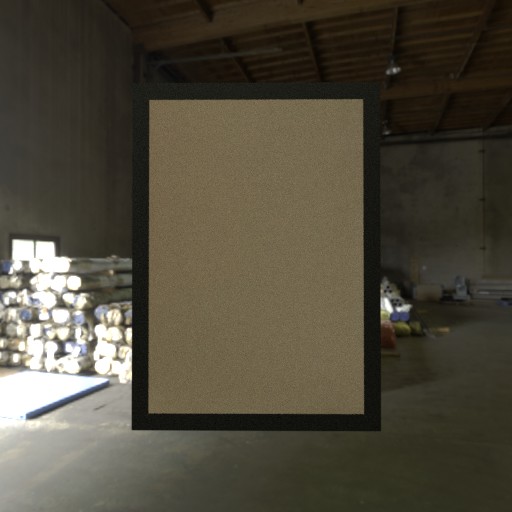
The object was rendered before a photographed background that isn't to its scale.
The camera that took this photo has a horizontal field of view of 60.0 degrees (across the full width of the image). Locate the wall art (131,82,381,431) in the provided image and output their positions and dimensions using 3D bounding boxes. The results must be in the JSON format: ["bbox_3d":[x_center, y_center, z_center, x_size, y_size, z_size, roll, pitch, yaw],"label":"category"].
[{"bbox_3d":[0.000,0.000,0.679,0.379,0.530,0.008,0,-1,1],"label":"wall art"}]
